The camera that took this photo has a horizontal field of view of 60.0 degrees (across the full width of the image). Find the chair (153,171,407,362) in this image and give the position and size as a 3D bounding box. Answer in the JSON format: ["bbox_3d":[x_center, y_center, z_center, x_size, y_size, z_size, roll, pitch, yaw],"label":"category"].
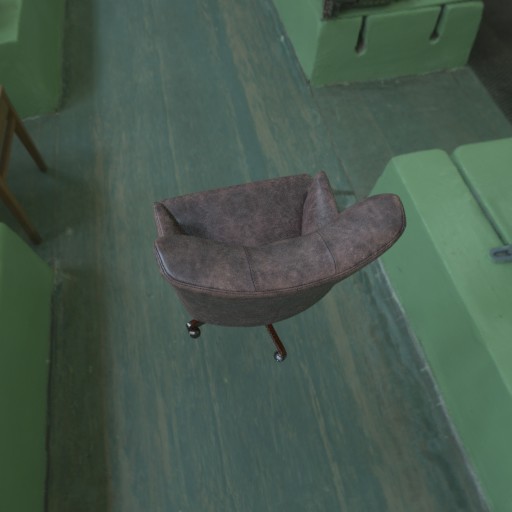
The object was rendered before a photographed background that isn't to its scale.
[{"bbox_3d":[0.000,0.000,1.531,0.641,1.035,0.762,-12,59,-7],"label":"chair"}]
